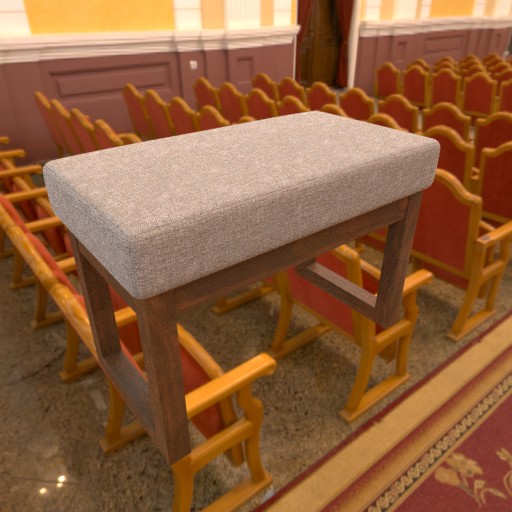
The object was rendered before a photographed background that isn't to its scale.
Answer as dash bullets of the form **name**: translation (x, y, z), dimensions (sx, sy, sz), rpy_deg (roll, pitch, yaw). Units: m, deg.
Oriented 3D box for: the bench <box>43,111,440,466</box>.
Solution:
- **bench**: translation (0.000, 0.000, 0.942), dimensions (0.681, 0.467, 0.366), rpy_deg (-22, 36, -32)
